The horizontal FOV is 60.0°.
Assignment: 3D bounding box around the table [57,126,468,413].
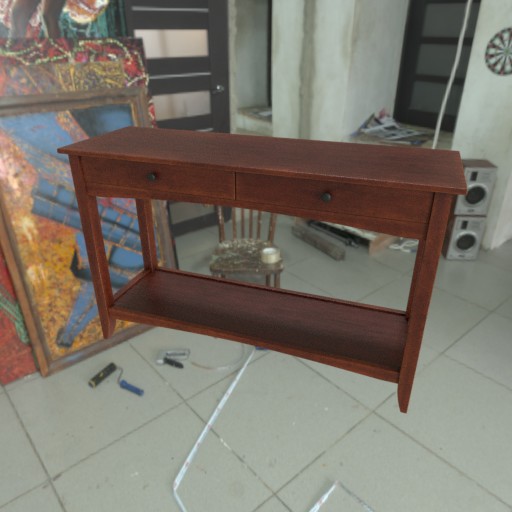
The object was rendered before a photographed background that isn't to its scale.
[{"bbox_3d":[0.000,0.000,1.540,1.188,0.739,0.392,9,28,17],"label":"table"}]
